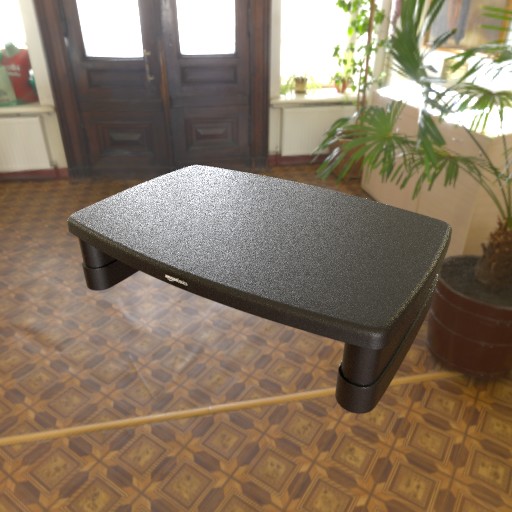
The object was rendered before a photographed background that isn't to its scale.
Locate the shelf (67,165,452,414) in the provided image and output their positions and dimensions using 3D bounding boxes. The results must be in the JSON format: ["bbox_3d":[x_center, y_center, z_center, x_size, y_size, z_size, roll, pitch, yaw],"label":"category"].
[{"bbox_3d":[0.000,0.000,0.546,0.410,0.100,0.280,18,34,29],"label":"shelf"}]
